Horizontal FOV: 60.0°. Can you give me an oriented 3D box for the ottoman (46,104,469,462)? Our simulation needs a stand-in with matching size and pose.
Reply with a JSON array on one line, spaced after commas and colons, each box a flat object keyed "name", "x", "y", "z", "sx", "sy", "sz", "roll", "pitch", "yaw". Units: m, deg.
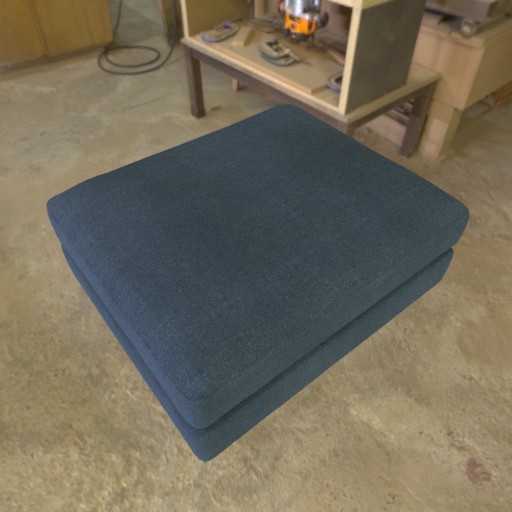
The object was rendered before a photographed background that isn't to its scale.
[{"name": "ottoman", "x": 0.000, "y": 0.000, "z": 1.207, "sx": 0.821, "sy": 0.474, "sz": 0.693, "roll": -30, "pitch": 53, "yaw": -25}]
